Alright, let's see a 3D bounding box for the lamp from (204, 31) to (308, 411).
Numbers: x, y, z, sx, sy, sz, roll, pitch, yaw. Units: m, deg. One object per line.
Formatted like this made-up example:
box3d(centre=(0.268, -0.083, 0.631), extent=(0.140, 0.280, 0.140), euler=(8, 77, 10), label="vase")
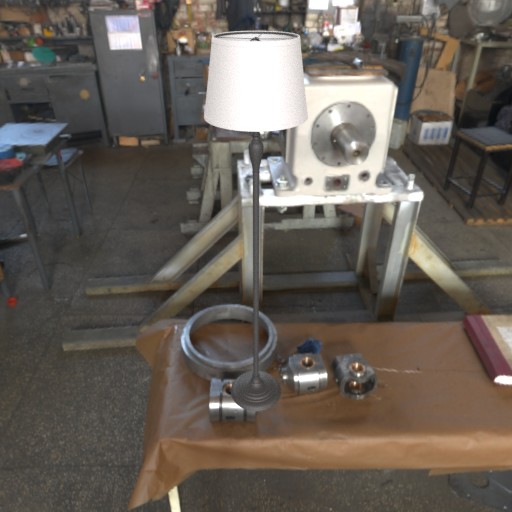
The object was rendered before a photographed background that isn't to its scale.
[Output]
box3d(centre=(0.000, 0.000, 1.682), extent=(0.327, 1.506, 0.327), euler=(-21, 38, -30), label="lamp")
